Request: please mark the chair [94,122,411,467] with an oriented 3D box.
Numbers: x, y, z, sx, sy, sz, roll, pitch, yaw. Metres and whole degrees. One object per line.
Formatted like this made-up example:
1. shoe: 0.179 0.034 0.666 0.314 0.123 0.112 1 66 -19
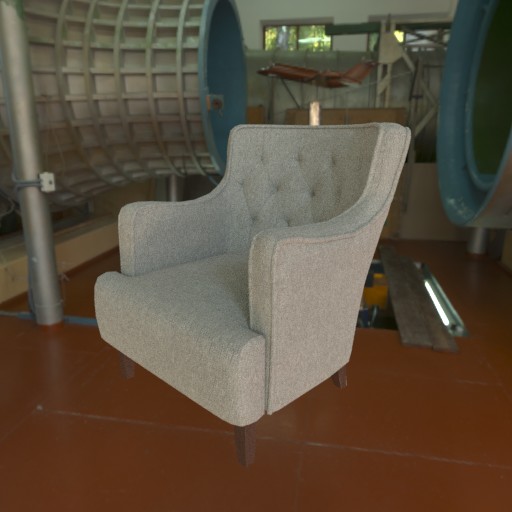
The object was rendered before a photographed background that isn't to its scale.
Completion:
1. chair: 0.000 0.000 1.575 0.820 0.920 0.910 15 22 43
